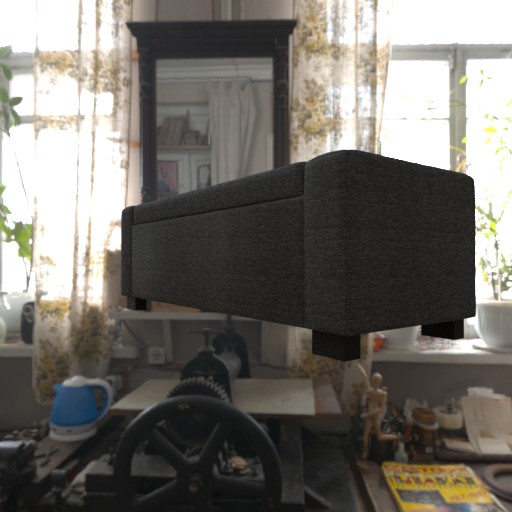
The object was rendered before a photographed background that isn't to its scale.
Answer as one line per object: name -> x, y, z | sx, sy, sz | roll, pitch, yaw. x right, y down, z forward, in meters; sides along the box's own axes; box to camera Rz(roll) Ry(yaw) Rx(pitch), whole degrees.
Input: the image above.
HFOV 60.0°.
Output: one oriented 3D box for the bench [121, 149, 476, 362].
bench -> 0.000, 0.000, 1.541 | 0.508, 0.445, 1.296 | 0, -1, -36
